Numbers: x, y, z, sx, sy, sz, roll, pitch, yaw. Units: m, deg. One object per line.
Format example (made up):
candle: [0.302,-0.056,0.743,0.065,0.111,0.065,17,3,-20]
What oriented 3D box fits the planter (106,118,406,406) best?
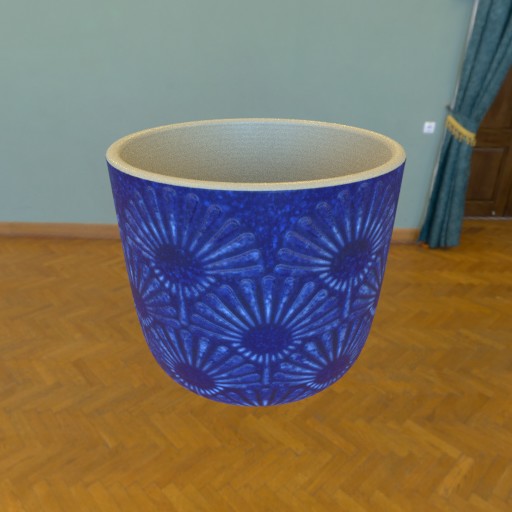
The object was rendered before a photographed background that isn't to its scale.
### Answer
planter: [0.000,0.000,0.214,0.124,0.109,0.124,0,27,0]
